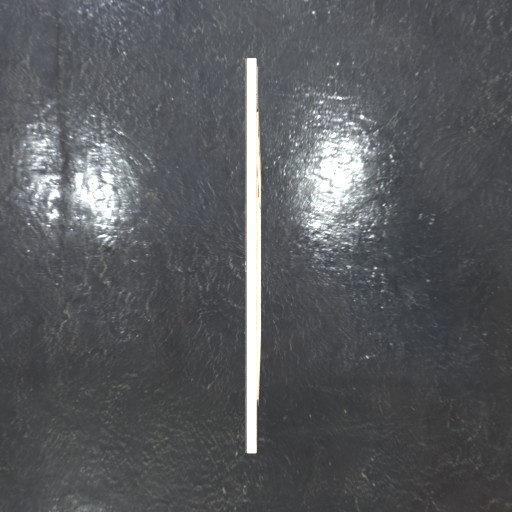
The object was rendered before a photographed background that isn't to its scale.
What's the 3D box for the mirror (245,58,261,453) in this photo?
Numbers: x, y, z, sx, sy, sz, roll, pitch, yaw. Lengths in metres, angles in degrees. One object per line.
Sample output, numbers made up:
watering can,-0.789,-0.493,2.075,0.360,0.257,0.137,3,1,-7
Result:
mirror,0.000,0.000,1.288,0.025,0.996,0.705,0,90,1
